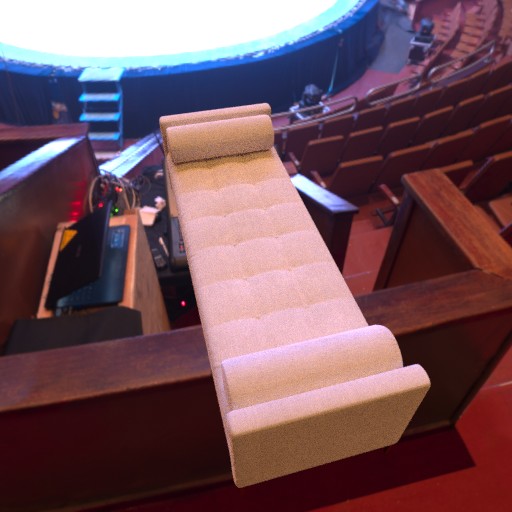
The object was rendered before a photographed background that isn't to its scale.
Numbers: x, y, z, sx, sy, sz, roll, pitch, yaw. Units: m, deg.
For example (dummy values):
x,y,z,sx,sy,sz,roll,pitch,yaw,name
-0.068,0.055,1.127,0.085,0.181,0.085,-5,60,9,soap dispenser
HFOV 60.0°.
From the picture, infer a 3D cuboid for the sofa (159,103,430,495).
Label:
x,y,z,sx,sy,sz,roll,pitch,yaw,name
0.000,0.000,2.271,0.686,0.635,1.981,-11,47,-10,sofa
